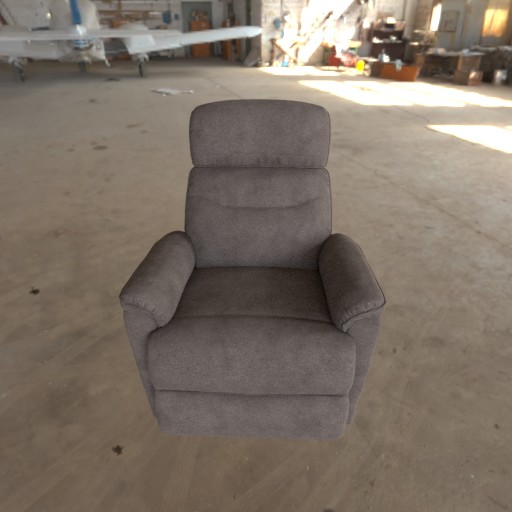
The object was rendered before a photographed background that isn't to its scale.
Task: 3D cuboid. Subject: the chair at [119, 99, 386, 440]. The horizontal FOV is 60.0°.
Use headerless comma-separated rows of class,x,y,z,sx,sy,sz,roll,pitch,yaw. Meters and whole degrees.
chair,0.000,0.000,1.728,0.830,1.036,1.009,1,28,2
